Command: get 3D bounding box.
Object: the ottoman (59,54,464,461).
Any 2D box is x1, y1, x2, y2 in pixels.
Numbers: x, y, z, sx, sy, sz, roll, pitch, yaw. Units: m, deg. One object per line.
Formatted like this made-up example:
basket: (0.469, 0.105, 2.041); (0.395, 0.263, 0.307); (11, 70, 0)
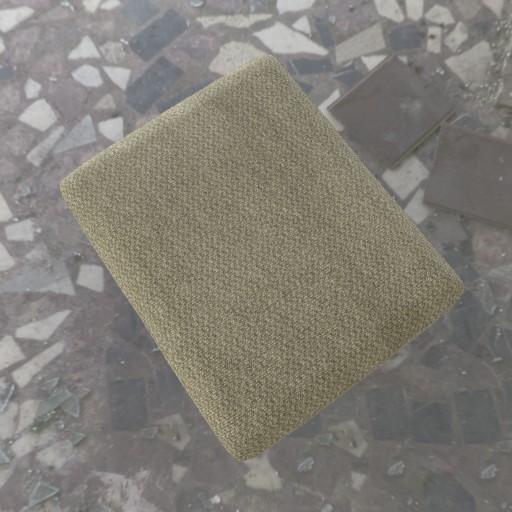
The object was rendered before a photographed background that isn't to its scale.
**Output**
ottoman: (0.000, 0.000, 1.116); (0.603, 0.476, 0.751); (-35, 79, -8)
